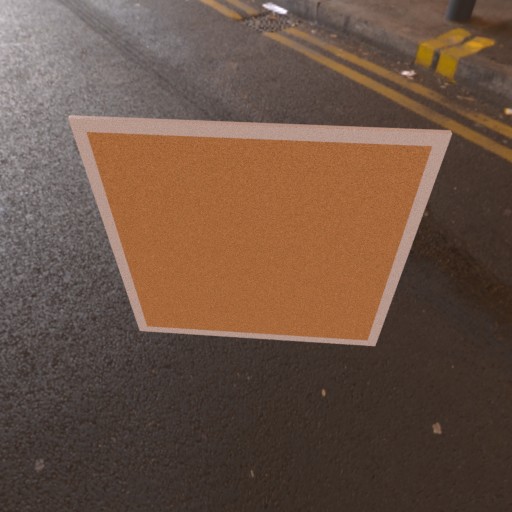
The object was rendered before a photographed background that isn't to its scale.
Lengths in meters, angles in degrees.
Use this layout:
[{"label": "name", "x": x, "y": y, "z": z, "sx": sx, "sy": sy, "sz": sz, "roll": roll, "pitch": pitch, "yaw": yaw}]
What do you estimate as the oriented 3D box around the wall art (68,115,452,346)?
[{"label": "wall art", "x": 0.000, "y": 0.000, "z": 1.234, "sx": 0.812, "sy": 0.813, "sz": 0.013, "roll": 3, "pitch": 47, "yaw": 3}]
